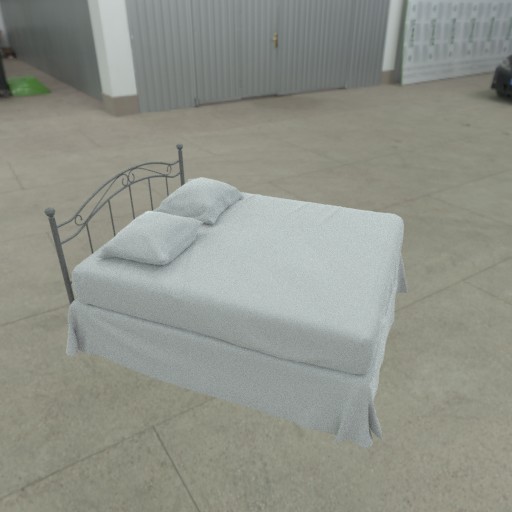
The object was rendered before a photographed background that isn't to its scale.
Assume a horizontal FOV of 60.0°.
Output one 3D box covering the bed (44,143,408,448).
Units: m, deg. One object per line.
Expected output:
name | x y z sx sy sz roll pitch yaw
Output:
bed | 0.000 0.000 3.298 2.215 1.080 1.936 11 31 19
